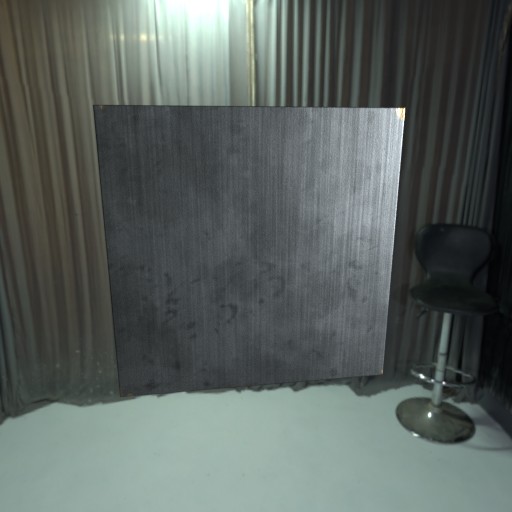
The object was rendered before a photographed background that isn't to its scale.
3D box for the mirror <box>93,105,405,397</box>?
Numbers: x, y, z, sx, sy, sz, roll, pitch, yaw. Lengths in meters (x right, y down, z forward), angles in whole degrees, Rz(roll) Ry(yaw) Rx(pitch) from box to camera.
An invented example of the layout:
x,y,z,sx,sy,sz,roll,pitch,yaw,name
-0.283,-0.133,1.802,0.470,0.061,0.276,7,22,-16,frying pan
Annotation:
x,y,z,sx,sy,sz,roll,pitch,yaw,name
0.000,0.000,0.595,0.382,0.381,0.020,-2,16,-9,mirror
